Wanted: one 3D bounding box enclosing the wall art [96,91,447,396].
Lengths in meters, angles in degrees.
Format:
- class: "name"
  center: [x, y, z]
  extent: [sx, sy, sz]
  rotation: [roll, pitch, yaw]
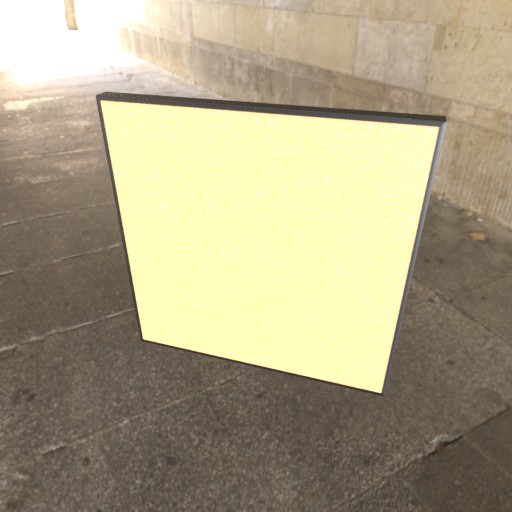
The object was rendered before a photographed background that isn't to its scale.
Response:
- class: "wall art"
  center: [0.000, 0.000, 1.155]
  extent: [0.769, 0.766, 0.042]
  rotation: [9, 33, 14]
